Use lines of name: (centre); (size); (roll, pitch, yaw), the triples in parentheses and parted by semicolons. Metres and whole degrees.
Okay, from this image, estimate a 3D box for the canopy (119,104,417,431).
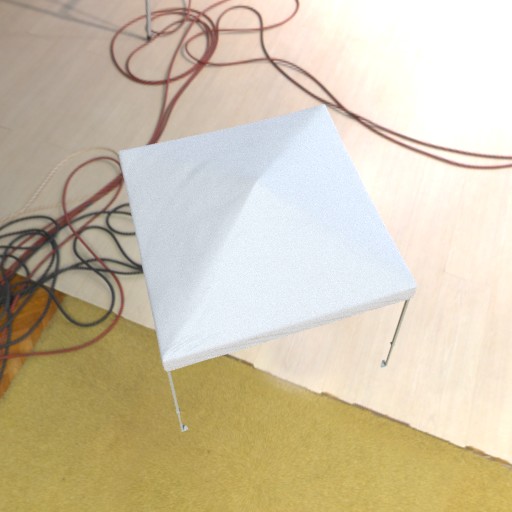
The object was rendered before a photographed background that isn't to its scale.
canopy: (0.000, 0.000, 5.164); (2.850, 2.850, 2.849); (-15, 64, -8)
